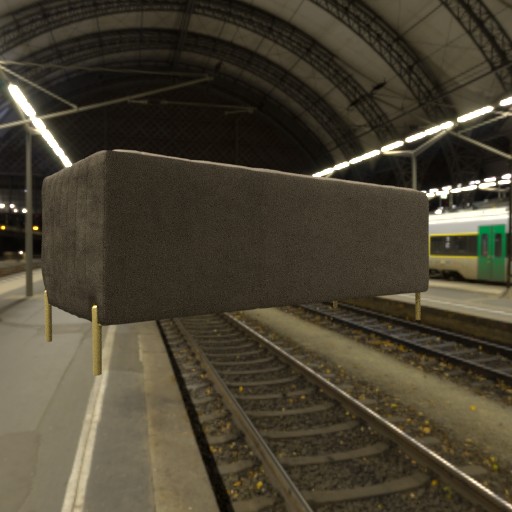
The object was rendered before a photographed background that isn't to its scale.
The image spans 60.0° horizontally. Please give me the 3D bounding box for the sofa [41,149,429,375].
[{"bbox_3d":[0.000,0.000,2.369,1.980,0.780,0.876,-1,1,-37],"label":"sofa"}]
